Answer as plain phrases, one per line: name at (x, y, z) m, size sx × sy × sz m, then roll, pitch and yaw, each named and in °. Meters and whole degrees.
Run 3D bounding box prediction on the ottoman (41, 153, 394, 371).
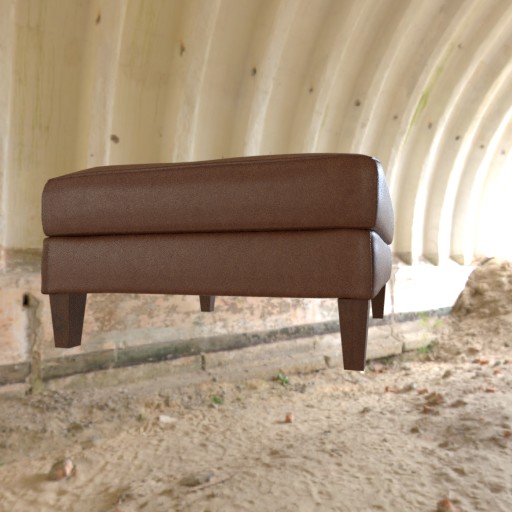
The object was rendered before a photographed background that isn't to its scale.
ottoman at (0.000, 0.000, 1.424) m, size 0.836 × 0.472 × 0.987 m, roll 0°, pitch -1°, yaw 18°
